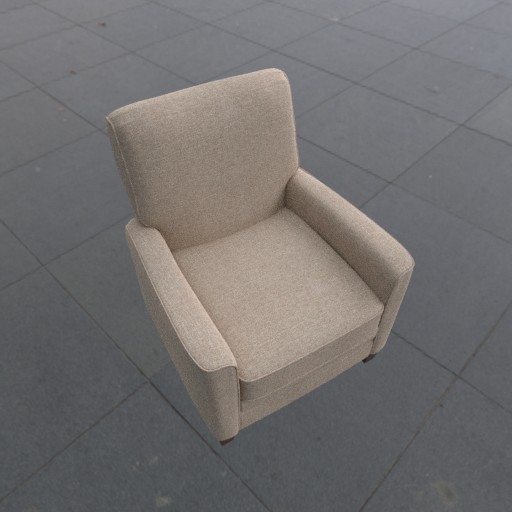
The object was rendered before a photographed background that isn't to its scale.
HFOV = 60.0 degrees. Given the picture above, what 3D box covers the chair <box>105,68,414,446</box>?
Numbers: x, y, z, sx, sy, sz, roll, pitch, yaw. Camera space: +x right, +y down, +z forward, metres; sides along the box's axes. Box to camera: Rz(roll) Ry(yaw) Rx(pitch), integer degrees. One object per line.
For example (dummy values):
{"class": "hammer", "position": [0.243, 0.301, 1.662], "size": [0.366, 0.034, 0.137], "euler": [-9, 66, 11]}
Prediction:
{"class": "chair", "position": [0.000, 0.000, 1.663], "size": [0.841, 1.028, 0.858], "euler": [-23, 51, -20]}
